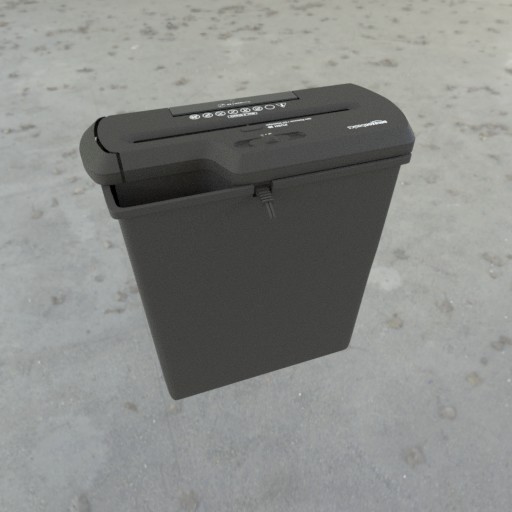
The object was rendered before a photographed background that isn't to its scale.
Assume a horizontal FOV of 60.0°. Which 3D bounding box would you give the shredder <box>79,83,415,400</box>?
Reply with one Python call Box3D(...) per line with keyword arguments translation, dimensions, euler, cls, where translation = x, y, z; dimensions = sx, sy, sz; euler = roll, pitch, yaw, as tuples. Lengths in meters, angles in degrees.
Box3D(translation=(0.000, 0.000, 0.521), dimensions=(0.320, 0.335, 0.170), euler=(-13, 43, -14), cls="shredder")
